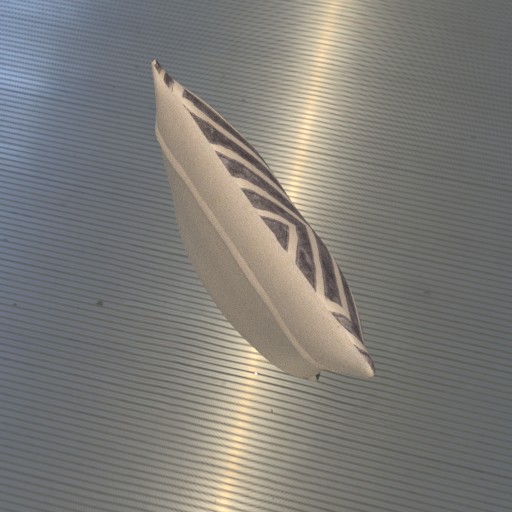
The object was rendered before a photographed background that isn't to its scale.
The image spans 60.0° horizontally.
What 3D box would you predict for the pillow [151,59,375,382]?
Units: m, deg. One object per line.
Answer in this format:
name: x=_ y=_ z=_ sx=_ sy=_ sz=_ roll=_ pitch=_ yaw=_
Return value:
pillow: x=0.000 y=0.000 z=0.677 sx=0.182 sy=0.441 sz=0.440 roll=-32 pitch=77 yaw=-8
